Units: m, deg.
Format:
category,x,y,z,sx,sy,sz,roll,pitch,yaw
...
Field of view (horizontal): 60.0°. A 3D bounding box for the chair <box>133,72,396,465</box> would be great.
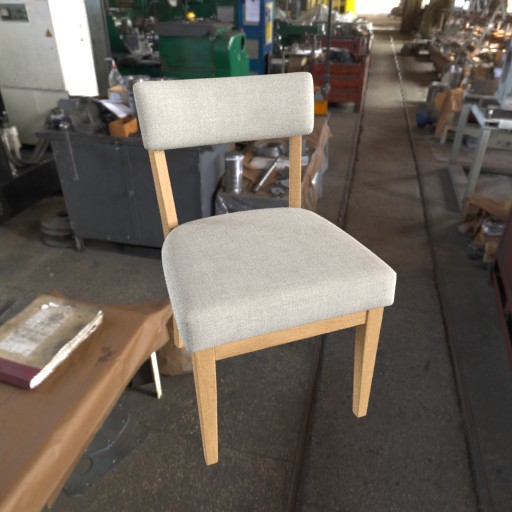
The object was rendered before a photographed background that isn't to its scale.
category,x,y,z,sx,sy,sz,roll,pitch,yaw
chair,0.000,0.000,1.183,0.508,0.832,0.572,-10,33,-17
